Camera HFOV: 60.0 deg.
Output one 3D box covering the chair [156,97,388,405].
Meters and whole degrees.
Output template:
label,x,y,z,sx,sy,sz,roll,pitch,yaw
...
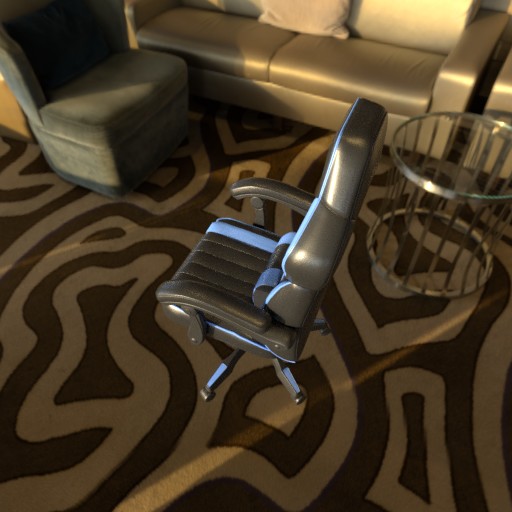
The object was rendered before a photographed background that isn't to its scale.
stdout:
label,x,y,z,sx,sy,sz,roll,pitch,yaw
chair,0.000,0.000,1.655,0.700,1.280,0.700,17,50,15
